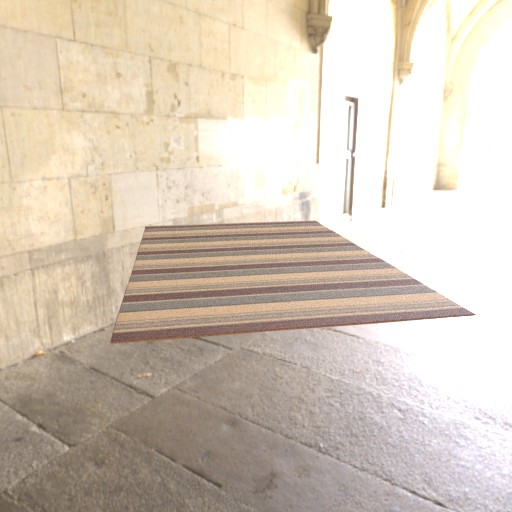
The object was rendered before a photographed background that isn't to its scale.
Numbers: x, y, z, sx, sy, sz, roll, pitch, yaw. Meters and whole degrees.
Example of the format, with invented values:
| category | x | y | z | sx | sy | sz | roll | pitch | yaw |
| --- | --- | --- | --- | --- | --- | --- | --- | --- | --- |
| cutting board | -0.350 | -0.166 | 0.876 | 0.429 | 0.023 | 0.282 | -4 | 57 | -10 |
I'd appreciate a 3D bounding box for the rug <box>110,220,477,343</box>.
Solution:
| category | x | y | z | sx | sy | sz | roll | pitch | yaw |
| --- | --- | --- | --- | --- | --- | --- | --- | --- | --- |
| rug | 0.000 | 0.000 | 2.293 | 1.219 | 0.008 | 1.829 | -3 | 15 | -10 |
